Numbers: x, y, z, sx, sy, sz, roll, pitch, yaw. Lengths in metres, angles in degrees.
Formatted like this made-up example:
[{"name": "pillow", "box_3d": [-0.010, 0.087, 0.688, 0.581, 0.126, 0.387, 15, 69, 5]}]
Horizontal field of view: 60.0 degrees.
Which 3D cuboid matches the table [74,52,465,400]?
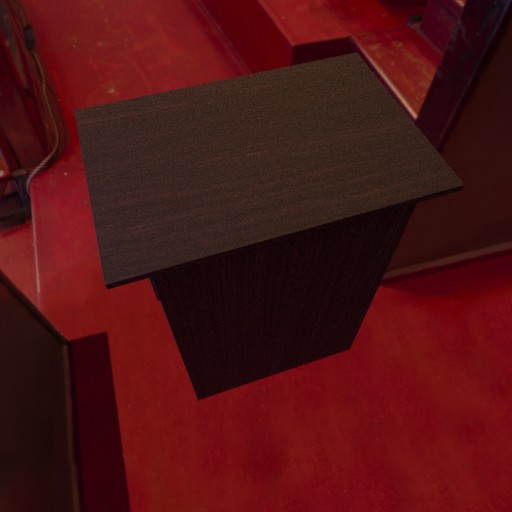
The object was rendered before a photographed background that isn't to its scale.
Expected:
[{"name": "table", "box_3d": [0.000, 0.000, 1.082, 0.591, 0.711, 0.406, -16, 58, -10]}]
